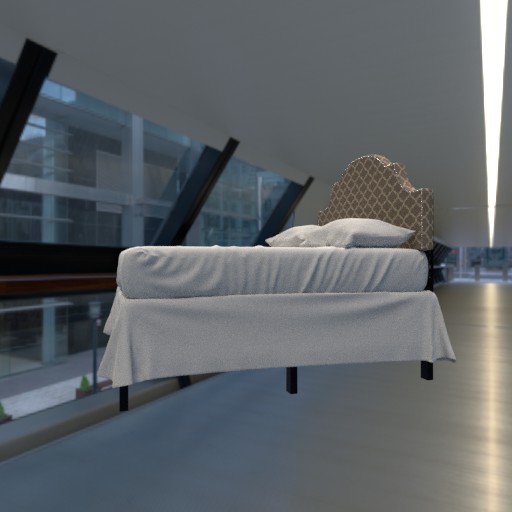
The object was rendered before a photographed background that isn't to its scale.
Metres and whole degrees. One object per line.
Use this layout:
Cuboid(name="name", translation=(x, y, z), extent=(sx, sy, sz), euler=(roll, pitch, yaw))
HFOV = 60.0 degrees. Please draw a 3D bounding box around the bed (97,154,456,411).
Cuboid(name="bed", translation=(0.000, 0.000, 3.355), extent=(2.222, 1.633, 1.780), euler=(0, 0, -18))
